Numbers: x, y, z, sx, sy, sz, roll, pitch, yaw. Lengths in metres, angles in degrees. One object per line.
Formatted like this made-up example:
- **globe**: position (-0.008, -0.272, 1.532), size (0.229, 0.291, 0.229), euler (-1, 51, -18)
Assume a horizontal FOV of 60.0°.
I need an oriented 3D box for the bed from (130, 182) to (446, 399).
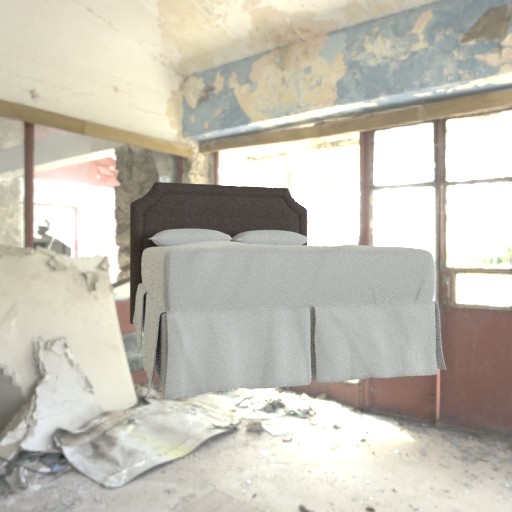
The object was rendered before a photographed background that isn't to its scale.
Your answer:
- **bed**: position (0.000, 0.000, 3.190), size (1.693, 1.290, 2.116), euler (0, 1, -17)
